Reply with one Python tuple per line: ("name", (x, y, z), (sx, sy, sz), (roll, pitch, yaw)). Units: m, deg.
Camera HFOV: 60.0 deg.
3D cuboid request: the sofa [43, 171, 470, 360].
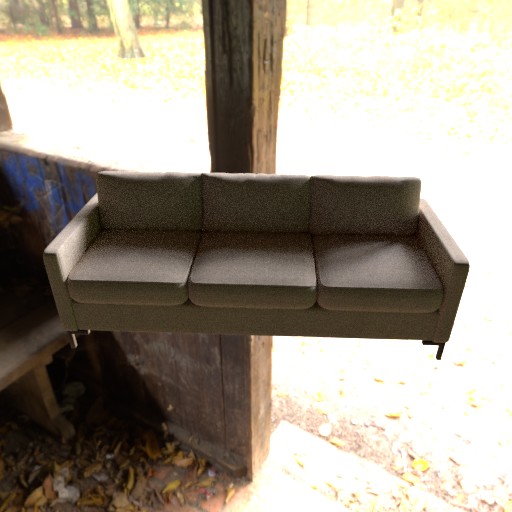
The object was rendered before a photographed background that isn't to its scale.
("sofa", (0.000, 0.000, 2.727), (2.218, 0.874, 0.859), (1, 31, 2))
